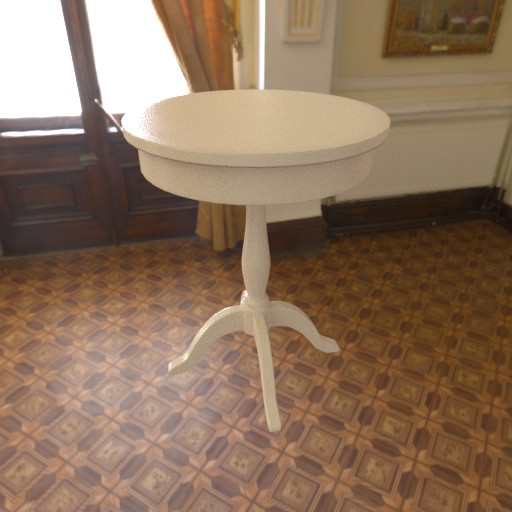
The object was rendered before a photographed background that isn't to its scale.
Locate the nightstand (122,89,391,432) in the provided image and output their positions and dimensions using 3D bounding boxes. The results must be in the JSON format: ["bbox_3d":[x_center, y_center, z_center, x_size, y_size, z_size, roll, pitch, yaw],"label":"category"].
[{"bbox_3d":[0.000,0.000,1.038,0.513,0.653,0.513,-1,31,-2],"label":"nightstand"}]
